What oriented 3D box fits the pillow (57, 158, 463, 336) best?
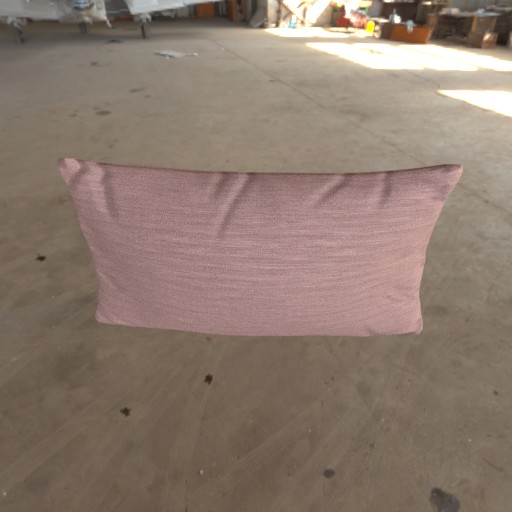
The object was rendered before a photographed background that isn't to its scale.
[{"bbox_3d":[0.000,0.000,0.768,0.633,0.338,0.210,2,32,2],"label":"pillow"}]
